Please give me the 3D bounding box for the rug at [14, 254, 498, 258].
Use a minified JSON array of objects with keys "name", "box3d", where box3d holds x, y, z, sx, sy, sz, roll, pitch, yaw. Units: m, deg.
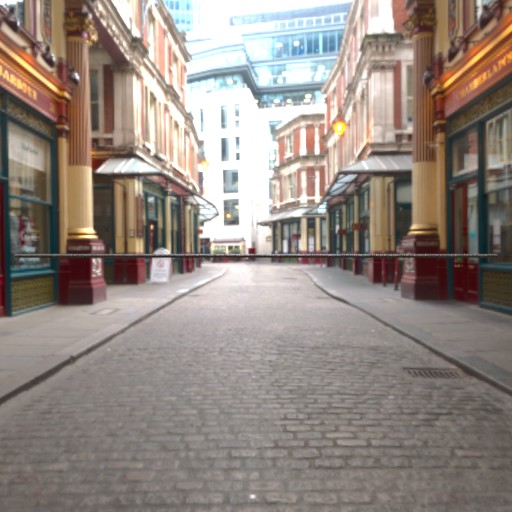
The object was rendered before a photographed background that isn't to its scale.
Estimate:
[{"name":"rug","box3d":[0.000,0.000,2.160,1.748,0.014,1.144,0,0,-1]}]
